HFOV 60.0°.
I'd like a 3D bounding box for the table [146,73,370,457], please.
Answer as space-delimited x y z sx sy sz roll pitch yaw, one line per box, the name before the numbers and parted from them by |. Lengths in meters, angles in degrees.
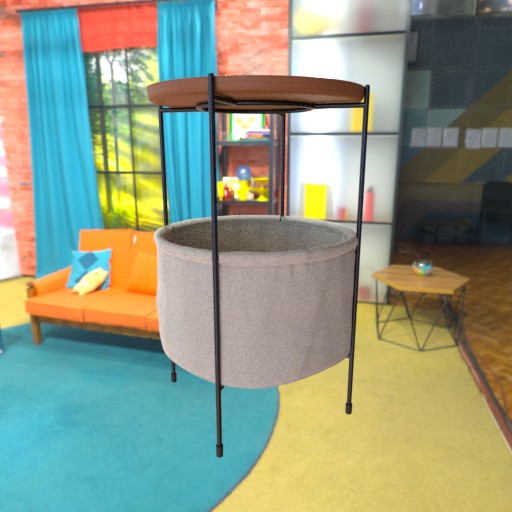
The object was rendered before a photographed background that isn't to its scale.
table | 0.000 0.000 0.880 0.393 0.623 0.393 -7 16 -26
